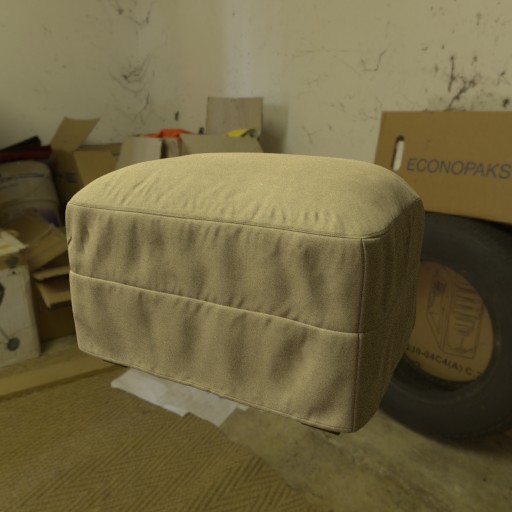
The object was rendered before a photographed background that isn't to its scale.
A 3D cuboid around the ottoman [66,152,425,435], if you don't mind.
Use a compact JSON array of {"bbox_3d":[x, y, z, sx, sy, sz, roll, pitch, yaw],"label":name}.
[{"bbox_3d":[0.000,0.000,1.061,0.712,0.480,0.584,8,18,26],"label":"ottoman"}]
